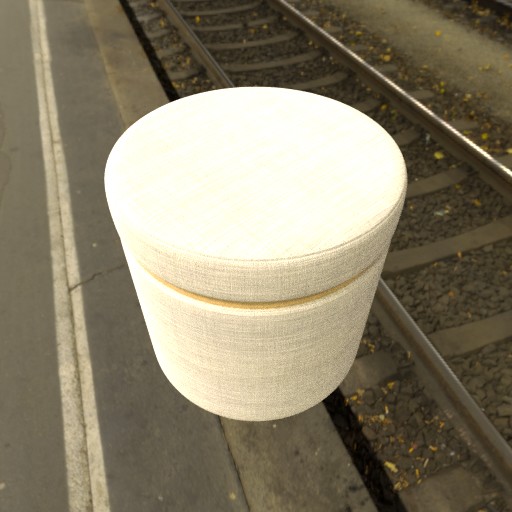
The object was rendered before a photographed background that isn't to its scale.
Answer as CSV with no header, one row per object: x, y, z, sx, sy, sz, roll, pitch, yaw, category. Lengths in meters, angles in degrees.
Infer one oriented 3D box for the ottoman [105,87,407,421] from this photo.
0.000,0.000,0.732,0.400,0.406,0.400,0,46,0,ottoman
